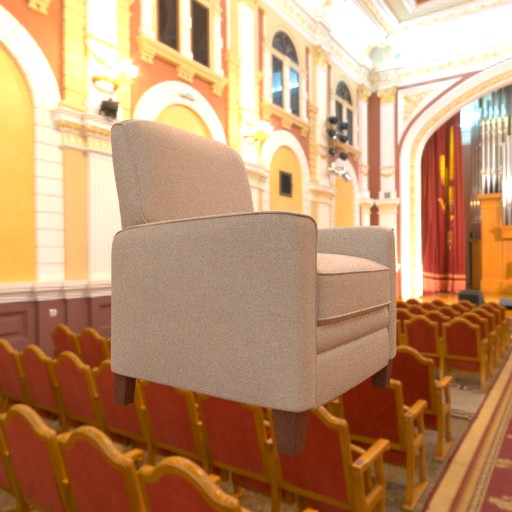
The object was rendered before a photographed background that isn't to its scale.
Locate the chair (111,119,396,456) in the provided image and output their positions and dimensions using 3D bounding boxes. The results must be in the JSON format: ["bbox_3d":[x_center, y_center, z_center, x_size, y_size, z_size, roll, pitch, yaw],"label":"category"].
[{"bbox_3d":[0.000,0.000,1.648,0.858,1.023,0.841,0,0,35],"label":"chair"}]
